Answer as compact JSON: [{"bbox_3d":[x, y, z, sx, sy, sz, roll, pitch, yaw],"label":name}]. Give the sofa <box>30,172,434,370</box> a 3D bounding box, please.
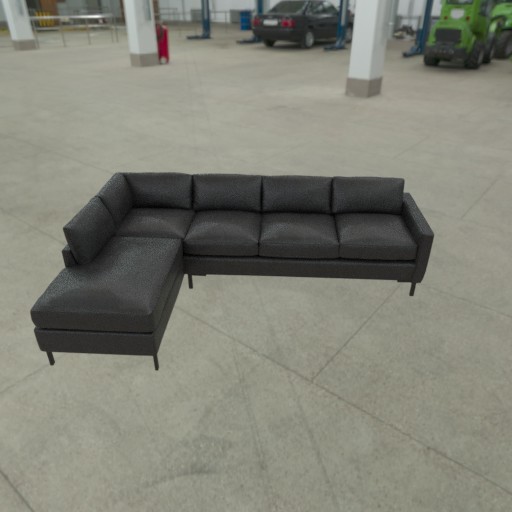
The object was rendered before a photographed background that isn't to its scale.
[{"bbox_3d":[0.000,0.000,3.762,2.984,0.877,1.938,2,31,3],"label":"sofa"}]
